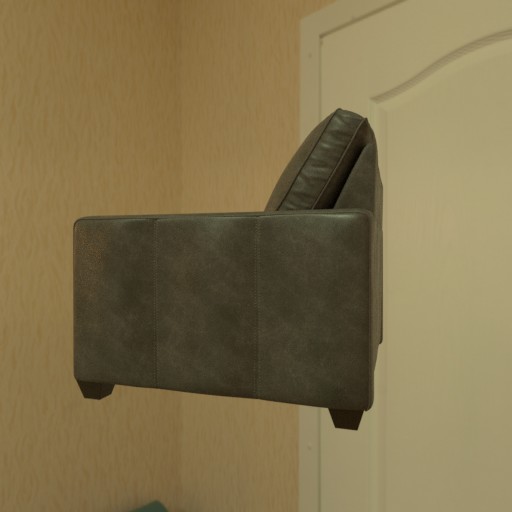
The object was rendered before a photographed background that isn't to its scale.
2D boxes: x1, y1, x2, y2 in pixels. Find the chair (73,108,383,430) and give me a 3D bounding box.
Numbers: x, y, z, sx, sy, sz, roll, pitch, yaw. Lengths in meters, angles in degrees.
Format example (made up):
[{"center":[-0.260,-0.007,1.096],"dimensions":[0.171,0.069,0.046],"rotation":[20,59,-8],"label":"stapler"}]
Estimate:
[{"center":[0.000,0.000,1.741],"dimensions":[0.939,0.916,1.006],"rotation":[0,1,18],"label":"chair"}]
